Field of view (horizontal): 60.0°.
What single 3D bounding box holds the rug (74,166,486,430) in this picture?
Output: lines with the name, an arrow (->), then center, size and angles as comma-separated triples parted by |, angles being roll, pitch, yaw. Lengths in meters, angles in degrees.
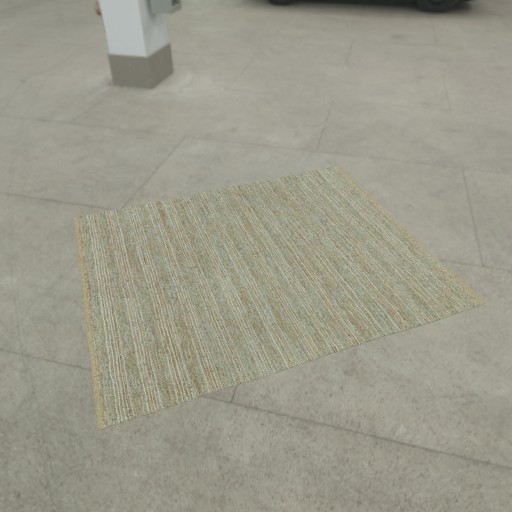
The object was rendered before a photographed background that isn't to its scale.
rug -> 0.000, 0.000, 4.043 | 3.034, 0.012, 2.471 | -14, 42, -16
